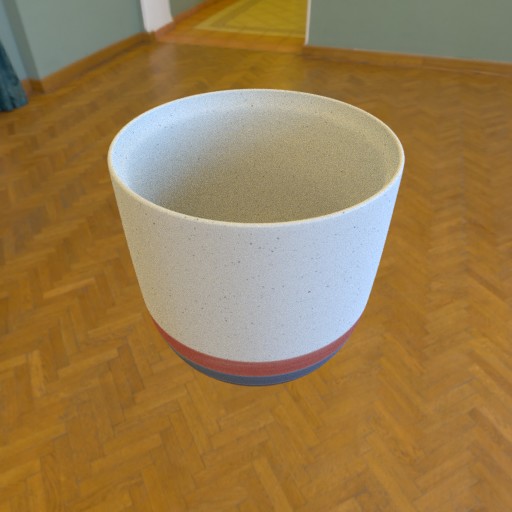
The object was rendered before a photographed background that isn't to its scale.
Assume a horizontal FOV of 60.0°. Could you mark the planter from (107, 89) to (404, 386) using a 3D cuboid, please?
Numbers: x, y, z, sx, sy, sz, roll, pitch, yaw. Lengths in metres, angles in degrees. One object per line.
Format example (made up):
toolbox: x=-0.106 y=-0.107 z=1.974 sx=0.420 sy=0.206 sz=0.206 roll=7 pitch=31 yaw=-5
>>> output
planter: x=0.000 y=0.000 z=0.382 sx=0.204 sy=0.214 sz=0.204 roll=0 pitch=40 yaw=0
